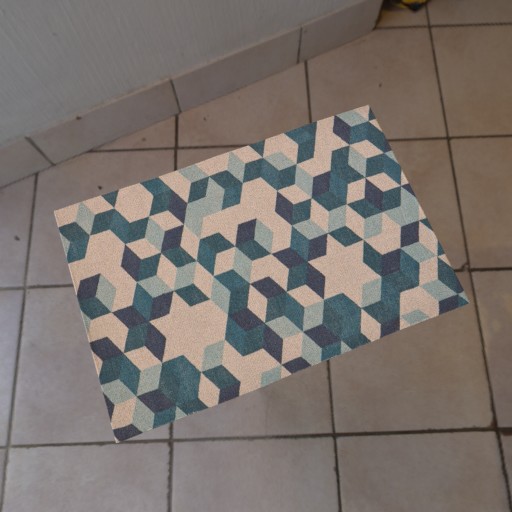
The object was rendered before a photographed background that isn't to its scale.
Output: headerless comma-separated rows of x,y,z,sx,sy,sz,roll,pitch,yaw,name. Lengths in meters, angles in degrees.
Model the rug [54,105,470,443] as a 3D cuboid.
0.000,0.000,2.280,1.829,0.014,1.235,-20,75,-6,rug
